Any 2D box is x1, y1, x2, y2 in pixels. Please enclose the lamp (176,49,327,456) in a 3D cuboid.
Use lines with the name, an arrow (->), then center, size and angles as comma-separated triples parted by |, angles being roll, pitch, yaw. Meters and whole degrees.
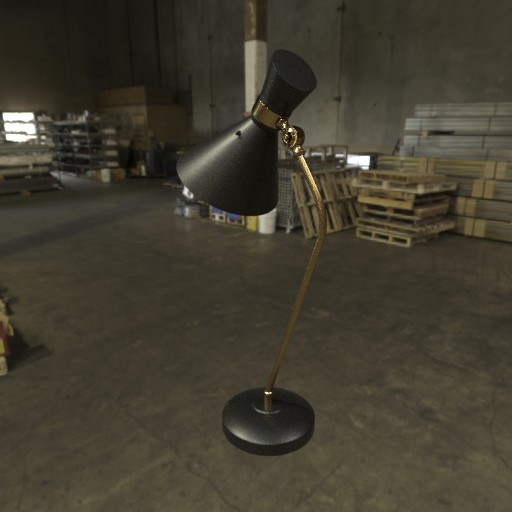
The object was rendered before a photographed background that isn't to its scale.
lamp -> 0.000, 0.000, 0.768 | 0.189, 0.647, 0.292 | -15, 22, -42
